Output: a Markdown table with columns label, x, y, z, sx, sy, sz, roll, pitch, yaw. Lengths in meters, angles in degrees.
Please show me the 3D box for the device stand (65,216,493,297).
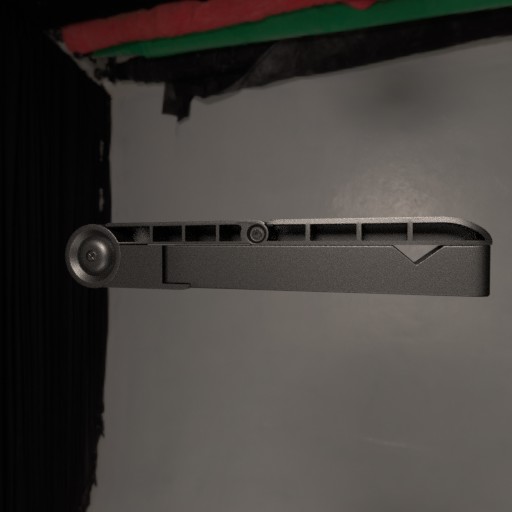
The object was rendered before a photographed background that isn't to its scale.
| label | x | y | z | sx | sy | sz | roll | pitch | yaw |
| --- | --- | --- | --- | --- | --- | --- | --- | --- | --- |
| device stand | 0.000 | 0.000 | 0.191 | 0.179 | 0.030 | 0.026 | 0 | 2 | 18 |
